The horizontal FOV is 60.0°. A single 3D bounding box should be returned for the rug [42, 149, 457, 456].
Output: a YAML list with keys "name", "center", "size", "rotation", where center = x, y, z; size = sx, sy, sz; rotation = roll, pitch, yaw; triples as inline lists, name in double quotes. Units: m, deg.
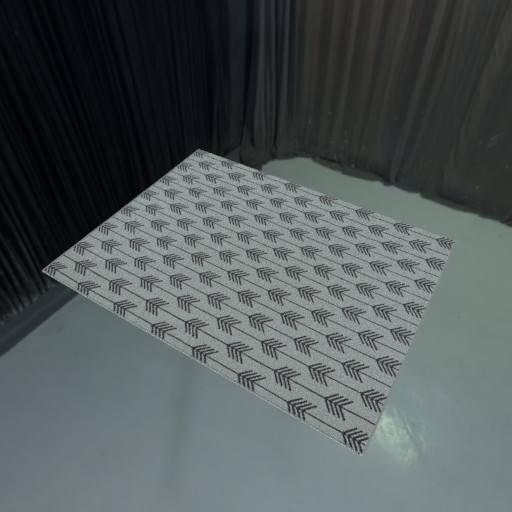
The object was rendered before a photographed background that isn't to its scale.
- name: "rug"
  center: [0.000, 0.000, 4.083]
  size: [3.061, 0.010, 2.330]
  rotation: [24, 50, 22]
